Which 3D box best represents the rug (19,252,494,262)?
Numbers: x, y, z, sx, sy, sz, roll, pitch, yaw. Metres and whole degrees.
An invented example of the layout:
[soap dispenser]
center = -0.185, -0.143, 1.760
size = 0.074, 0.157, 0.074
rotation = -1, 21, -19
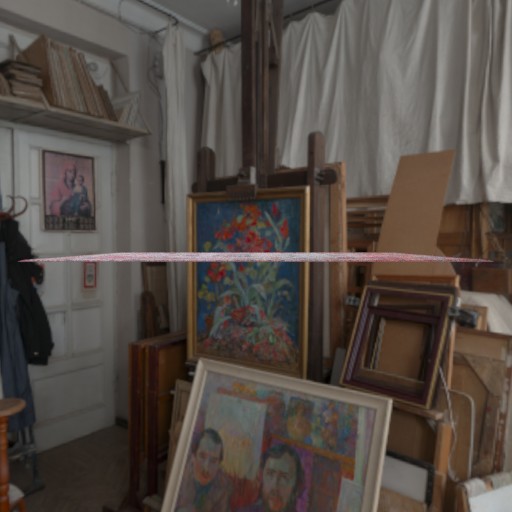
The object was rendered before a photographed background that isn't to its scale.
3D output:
[rug]
center = 0.000, 0.000, 2.308
size = 1.829, 0.006, 1.219
rotation = 0, 2, 0
